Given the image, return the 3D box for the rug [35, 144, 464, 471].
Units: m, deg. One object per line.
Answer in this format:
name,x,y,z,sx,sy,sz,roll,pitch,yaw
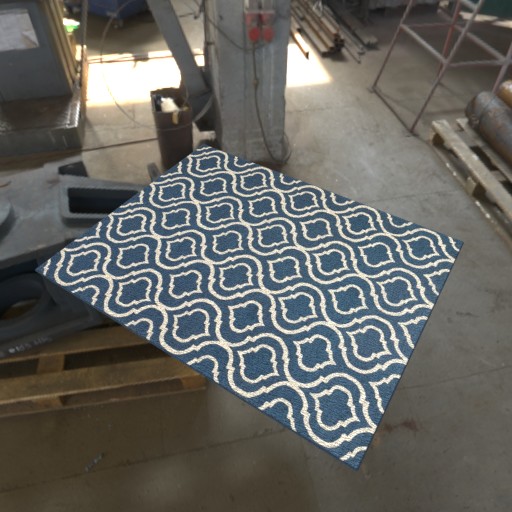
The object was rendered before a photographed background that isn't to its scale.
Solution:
rug,0.000,0.000,3.776,2.881,0.020,2.270,25,51,22
